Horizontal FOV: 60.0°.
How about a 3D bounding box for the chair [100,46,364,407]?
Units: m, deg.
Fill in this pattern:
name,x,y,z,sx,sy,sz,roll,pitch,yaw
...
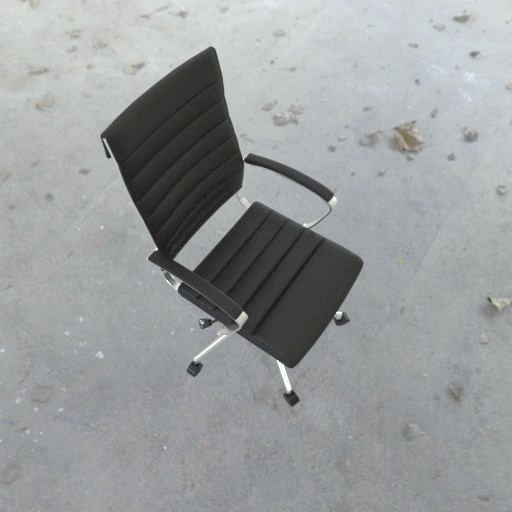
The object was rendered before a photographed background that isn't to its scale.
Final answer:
name,x,y,z,sx,sy,sz,roll,pitch,yaw
chair,0.000,0.000,1.577,0.739,1.149,0.766,31,64,17
